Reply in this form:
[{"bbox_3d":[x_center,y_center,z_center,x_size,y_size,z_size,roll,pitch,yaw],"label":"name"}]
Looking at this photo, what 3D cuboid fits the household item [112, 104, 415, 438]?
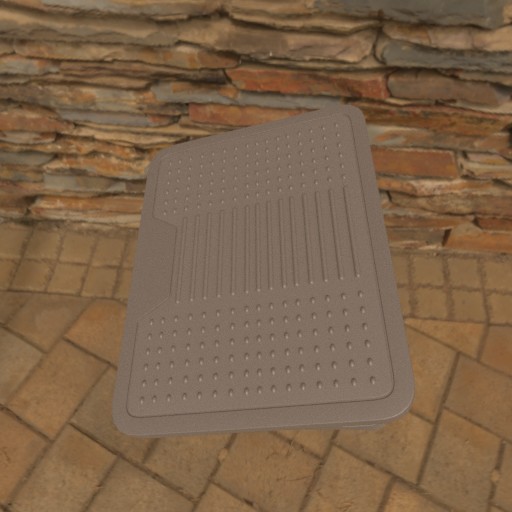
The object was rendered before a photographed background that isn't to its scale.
[{"bbox_3d":[0.000,0.000,0.520,0.301,0.126,0.390,0,59,0],"label":"household item"}]
